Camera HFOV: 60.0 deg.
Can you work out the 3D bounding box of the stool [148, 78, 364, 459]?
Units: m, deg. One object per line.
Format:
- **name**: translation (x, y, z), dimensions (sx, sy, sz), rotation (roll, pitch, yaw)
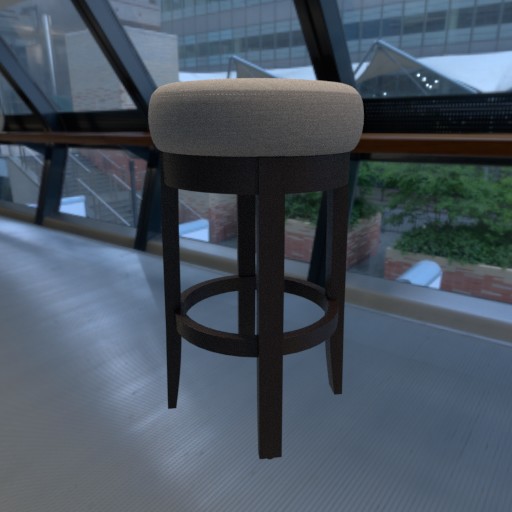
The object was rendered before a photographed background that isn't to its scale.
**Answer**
- **stool**: translation (0.000, 0.000, 1.024), dimensions (0.443, 0.757, 0.443), rotation (0, 17, 0)
